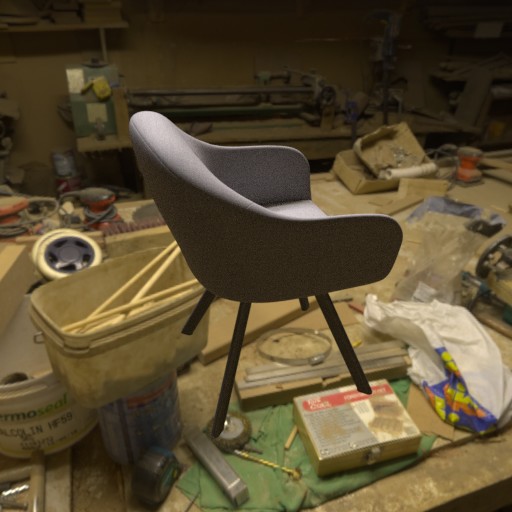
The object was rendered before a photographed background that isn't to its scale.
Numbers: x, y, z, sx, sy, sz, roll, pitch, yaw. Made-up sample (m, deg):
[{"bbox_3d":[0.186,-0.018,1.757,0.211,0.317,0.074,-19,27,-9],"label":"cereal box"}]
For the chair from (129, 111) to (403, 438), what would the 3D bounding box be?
[{"bbox_3d":[0.000,0.000,1.206,0.570,0.780,0.540,-10,32,-16],"label":"chair"}]
